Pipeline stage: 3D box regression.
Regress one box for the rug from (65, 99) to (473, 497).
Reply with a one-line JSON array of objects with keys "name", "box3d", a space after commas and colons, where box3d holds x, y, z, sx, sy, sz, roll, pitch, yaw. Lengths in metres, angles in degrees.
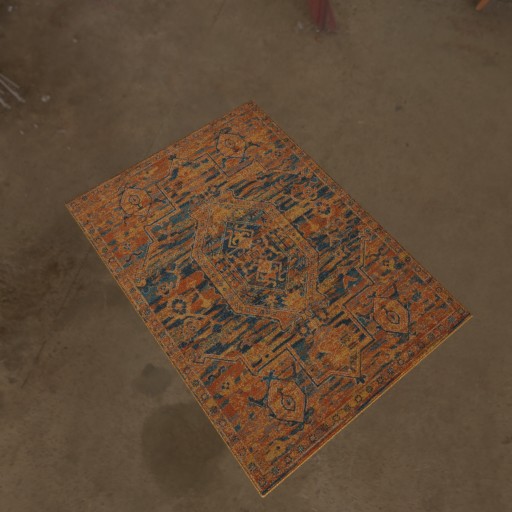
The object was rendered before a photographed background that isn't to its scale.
[{"name": "rug", "box3d": [0.000, 0.000, 2.827, 1.588, 0.024, 2.204, -34, 68, -16]}]
